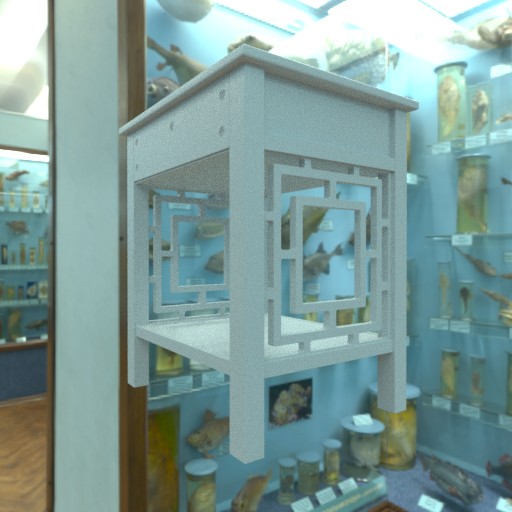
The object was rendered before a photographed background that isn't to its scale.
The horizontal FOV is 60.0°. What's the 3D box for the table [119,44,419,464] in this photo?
[{"bbox_3d":[0.000,0.000,1.027,0.451,0.646,0.564,0,1,-36],"label":"table"}]
